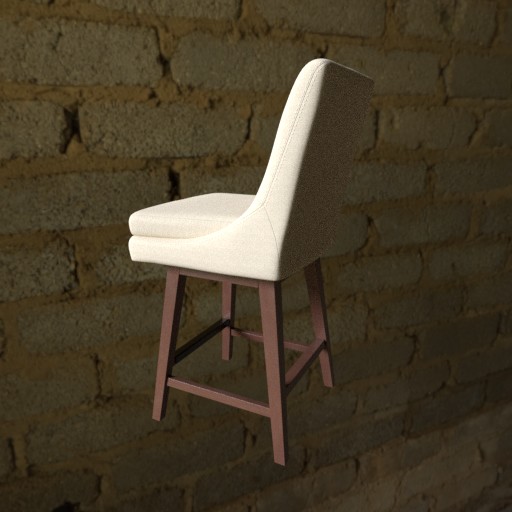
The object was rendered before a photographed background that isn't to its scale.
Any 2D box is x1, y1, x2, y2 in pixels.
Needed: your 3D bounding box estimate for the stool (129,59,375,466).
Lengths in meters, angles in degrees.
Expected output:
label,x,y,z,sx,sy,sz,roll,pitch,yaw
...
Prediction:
label,x,y,z,sx,sy,sz,roll,pitch,yaw
stool,0.000,0.000,1.300,0.559,0.991,0.483,8,18,26
